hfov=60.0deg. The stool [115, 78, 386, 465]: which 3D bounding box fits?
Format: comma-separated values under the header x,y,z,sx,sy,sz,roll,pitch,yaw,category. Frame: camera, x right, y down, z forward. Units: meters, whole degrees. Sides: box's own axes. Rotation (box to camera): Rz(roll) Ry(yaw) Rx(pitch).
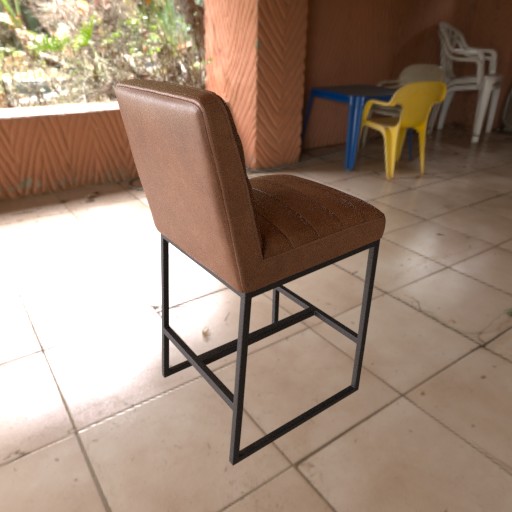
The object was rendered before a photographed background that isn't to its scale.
x,y,z,sx,sy,sz,roll,pitch,yaw,category
0.000,0.000,1.256,0.556,0.940,0.458,-18,31,-32,stool
